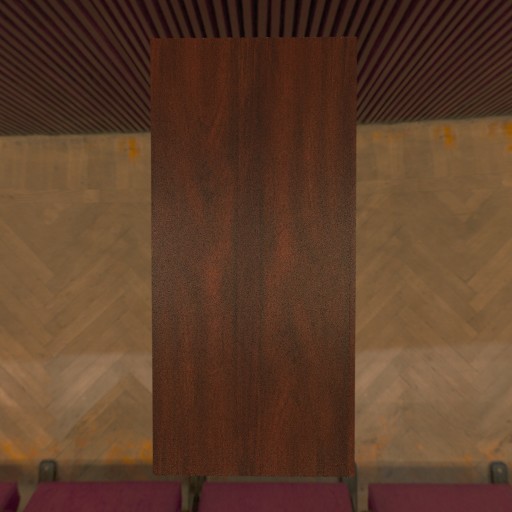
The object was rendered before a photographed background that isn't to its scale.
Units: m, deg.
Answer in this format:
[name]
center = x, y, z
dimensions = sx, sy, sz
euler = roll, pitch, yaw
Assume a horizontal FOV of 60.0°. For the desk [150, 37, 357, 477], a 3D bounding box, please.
[desk]
center = 0.000, 0.000, 2.106
dimensions = 0.734, 1.031, 1.577
euler = 0, 91, 1
